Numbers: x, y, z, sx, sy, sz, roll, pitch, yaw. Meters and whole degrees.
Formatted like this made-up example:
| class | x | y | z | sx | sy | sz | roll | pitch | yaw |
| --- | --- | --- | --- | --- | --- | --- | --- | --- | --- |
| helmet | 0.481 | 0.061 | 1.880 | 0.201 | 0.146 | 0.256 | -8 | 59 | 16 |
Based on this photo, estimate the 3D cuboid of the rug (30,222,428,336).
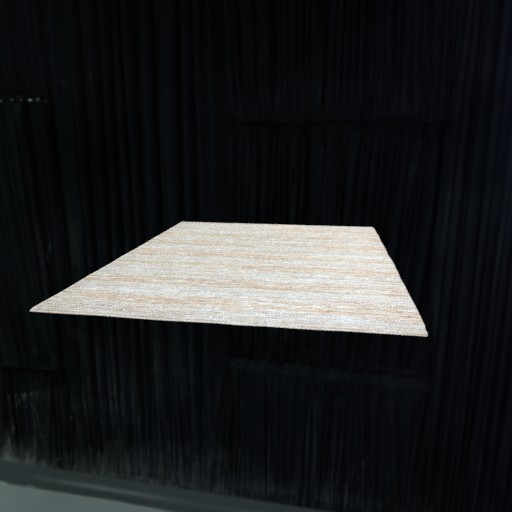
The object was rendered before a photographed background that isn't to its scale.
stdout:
| class | x | y | z | sx | sy | sz | roll | pitch | yaw |
| --- | --- | --- | --- | --- | --- | --- | --- | --- | --- |
| rug | 0.000 | 0.000 | 3.874 | 2.313 | 0.009 | 2.939 | 2 | 15 | 8 |
